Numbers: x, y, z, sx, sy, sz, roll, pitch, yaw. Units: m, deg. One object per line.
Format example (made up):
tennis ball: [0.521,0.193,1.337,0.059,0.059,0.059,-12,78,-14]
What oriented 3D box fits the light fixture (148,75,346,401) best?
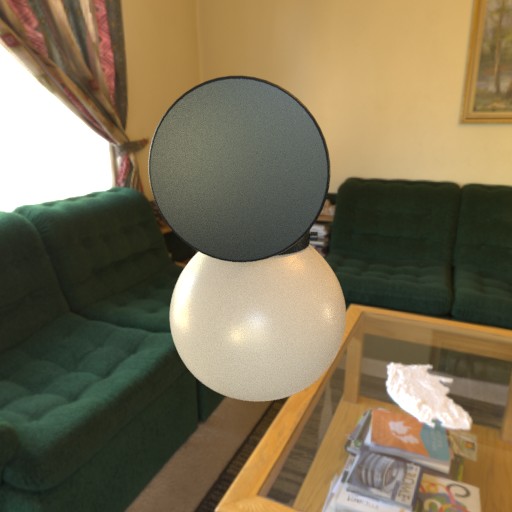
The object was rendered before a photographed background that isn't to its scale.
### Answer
light fixture: [0.000,0.000,0.468,0.197,0.332,0.230,2,16,7]
